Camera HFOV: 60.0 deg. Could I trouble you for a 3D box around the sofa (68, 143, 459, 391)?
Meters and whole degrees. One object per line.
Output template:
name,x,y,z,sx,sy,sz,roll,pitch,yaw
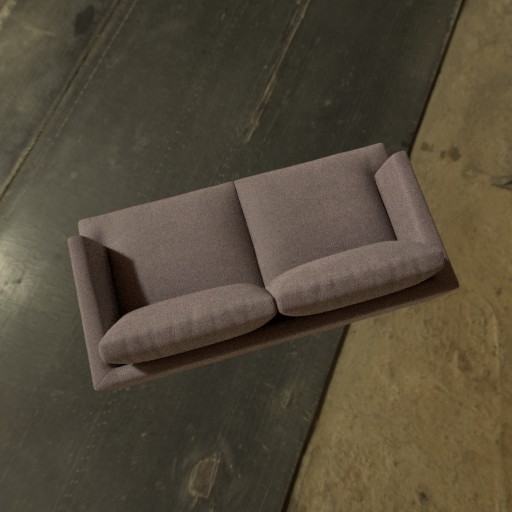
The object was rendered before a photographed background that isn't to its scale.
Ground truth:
sofa,0.000,0.000,2.570,1.948,0.868,1.020,-15,76,-4
